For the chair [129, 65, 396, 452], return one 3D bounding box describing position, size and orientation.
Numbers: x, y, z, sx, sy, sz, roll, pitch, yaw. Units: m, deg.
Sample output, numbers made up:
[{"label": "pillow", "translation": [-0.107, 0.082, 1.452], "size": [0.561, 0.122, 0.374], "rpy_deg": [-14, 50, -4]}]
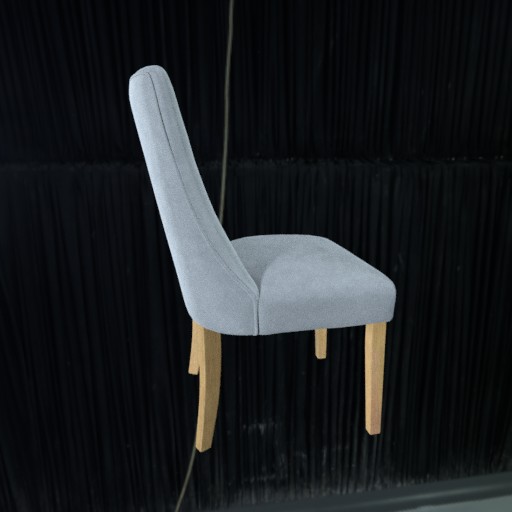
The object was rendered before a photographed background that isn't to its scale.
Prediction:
[{"label": "chair", "translation": [0.000, 0.000, 1.219], "size": [0.610, 0.902, 0.495], "rpy_deg": [-3, 15, -11]}]
